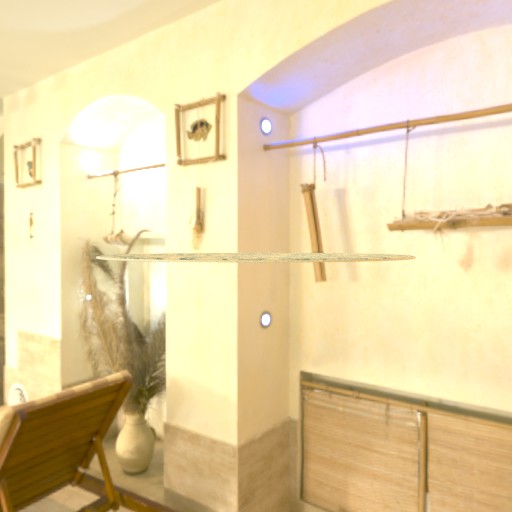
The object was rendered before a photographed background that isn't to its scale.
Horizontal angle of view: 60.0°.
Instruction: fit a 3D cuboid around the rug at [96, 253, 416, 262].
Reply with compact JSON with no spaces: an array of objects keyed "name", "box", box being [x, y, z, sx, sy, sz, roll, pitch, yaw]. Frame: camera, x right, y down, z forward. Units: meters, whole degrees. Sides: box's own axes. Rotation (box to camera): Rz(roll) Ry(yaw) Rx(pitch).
[{"name":"rug","box":[0.000,0.000,2.344,1.593,0.012,1.593,0,1,0]}]
